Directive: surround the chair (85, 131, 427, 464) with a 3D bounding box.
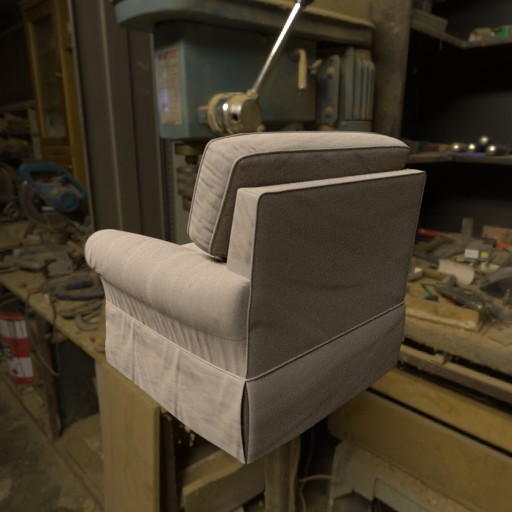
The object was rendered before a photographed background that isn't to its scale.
[{"bbox_3d":[0.000,0.000,1.875,1.135,1.017,0.988,-15,21,-42],"label":"chair"}]
